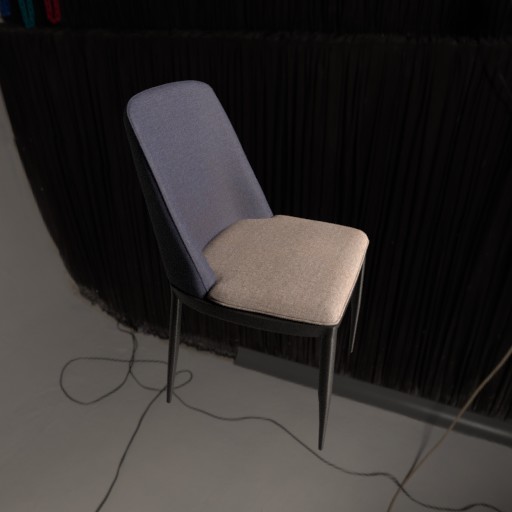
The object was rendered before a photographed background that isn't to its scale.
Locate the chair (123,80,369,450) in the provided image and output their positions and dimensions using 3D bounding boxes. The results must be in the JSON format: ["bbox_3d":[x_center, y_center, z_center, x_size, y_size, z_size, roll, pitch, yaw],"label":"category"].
[{"bbox_3d":[0.000,0.000,1.201,0.551,0.839,0.480,11,32,19],"label":"chair"}]
